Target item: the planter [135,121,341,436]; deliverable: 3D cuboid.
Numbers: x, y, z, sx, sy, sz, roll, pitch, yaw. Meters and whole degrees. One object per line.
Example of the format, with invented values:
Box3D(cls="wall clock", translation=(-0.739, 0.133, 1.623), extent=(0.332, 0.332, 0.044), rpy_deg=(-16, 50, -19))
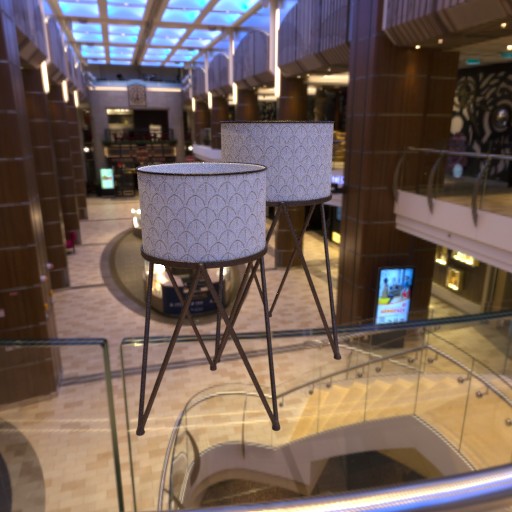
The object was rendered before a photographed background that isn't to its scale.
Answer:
Box3D(cls="planter", translation=(0.000, 0.000, 1.221), extent=(0.413, 0.712, 0.769), rpy_deg=(8, 18, 26))
